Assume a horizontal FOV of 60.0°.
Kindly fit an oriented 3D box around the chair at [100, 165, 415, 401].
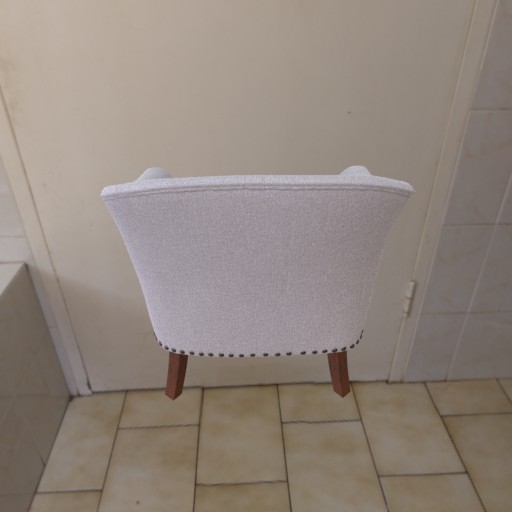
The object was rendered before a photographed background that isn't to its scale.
[{"bbox_3d":[0.000,0.000,1.428,0.798,0.815,0.704,0,32,-1],"label":"chair"}]
